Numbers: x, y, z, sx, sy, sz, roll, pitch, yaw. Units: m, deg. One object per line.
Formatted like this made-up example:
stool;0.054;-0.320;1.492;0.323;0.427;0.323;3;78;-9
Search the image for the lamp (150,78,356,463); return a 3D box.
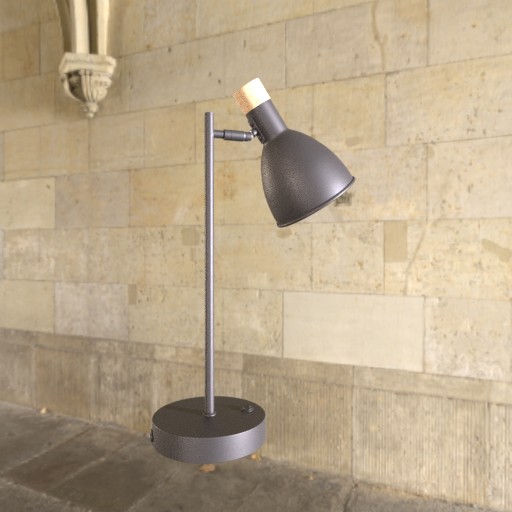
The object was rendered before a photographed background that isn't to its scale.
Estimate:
lamp;0.000;0.000;0.611;0.287;0.483;0.152;0;1;-19
